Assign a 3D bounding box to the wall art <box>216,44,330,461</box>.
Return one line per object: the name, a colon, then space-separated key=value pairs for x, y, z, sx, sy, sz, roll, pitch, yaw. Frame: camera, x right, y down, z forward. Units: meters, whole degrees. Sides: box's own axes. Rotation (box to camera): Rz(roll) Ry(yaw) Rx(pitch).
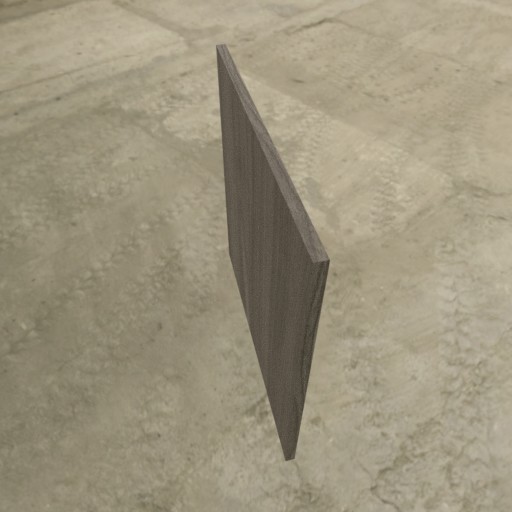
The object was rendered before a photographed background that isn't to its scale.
wall art: x=0.000 y=0.000 z=0.753 sx=0.016 sy=0.507 sz=0.508 roll=-10 pitch=47 yaw=-9
